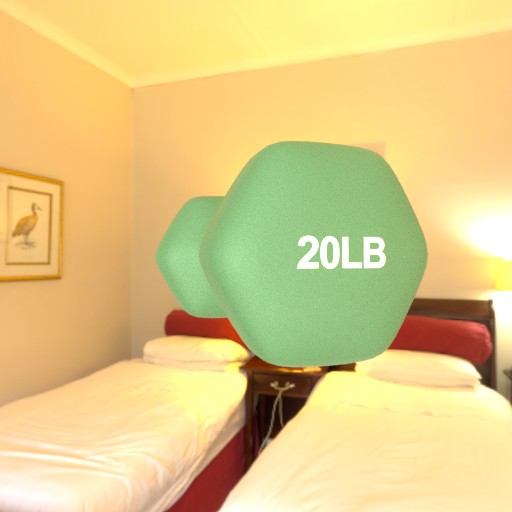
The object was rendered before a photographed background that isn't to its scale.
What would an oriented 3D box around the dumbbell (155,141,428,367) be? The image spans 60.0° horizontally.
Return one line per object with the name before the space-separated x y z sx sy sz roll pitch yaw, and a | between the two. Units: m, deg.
dumbbell | 0.000 0.000 0.329 0.126 0.114 0.257 0 -1 -18
